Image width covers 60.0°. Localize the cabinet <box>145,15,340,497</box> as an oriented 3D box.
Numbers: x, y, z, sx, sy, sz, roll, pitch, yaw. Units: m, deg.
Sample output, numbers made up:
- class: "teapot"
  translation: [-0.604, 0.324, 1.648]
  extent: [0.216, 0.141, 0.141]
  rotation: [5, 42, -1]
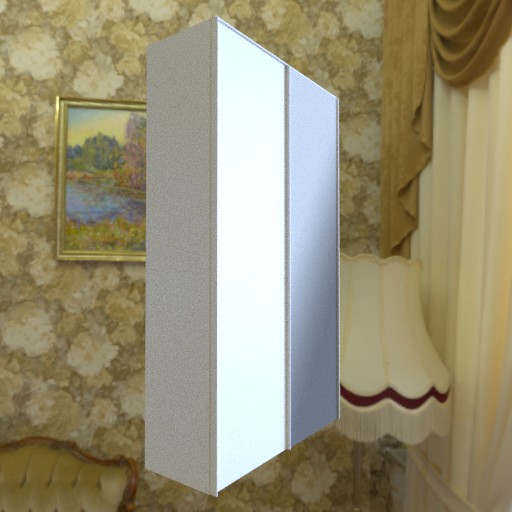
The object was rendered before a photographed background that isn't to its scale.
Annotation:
- class: "cabinet"
  translation: [0.000, 0.000, 2.623]
  extent: [0.480, 2.160, 1.250]
  rotation: [-1, -1, 36]
